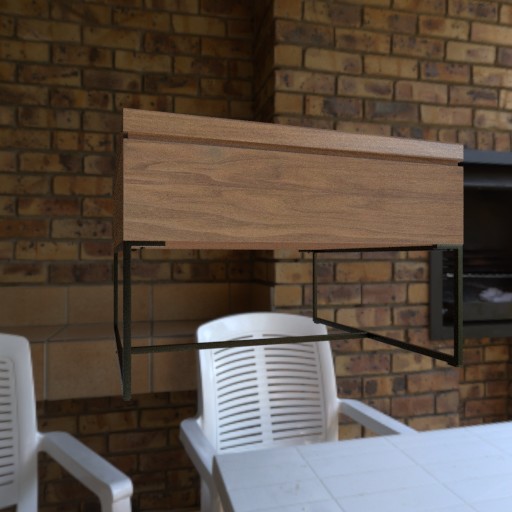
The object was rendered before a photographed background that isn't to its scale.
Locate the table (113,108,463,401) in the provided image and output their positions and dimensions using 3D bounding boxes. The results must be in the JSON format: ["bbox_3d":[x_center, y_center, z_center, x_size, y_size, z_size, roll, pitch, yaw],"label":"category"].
[{"bbox_3d":[0.000,0.000,1.127,0.679,0.464,0.676,0,0,-19],"label":"table"}]
